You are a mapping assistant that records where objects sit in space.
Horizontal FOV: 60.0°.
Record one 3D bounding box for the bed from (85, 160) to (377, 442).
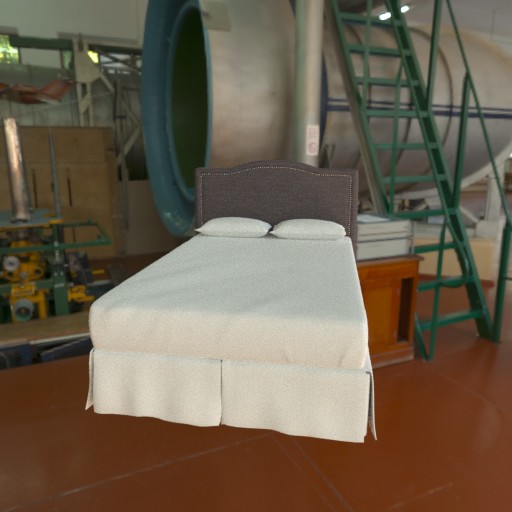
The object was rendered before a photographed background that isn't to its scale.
[{"bbox_3d":[0.000,0.000,3.541,1.741,1.441,2.507,2,14,9],"label":"bed"}]
